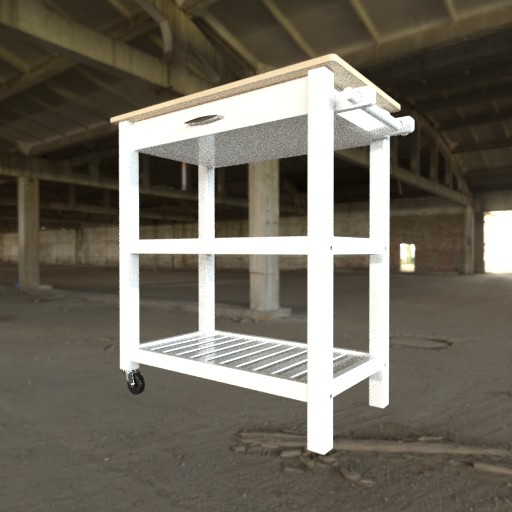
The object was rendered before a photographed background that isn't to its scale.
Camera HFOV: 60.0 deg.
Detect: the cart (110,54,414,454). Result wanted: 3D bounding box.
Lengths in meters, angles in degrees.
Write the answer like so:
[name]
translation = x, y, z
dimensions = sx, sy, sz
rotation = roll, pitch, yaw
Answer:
[cart]
translation = 0.000, 0.000, 1.418
dimensions = 0.899, 0.927, 0.457
rotation = 1, 1, 37
